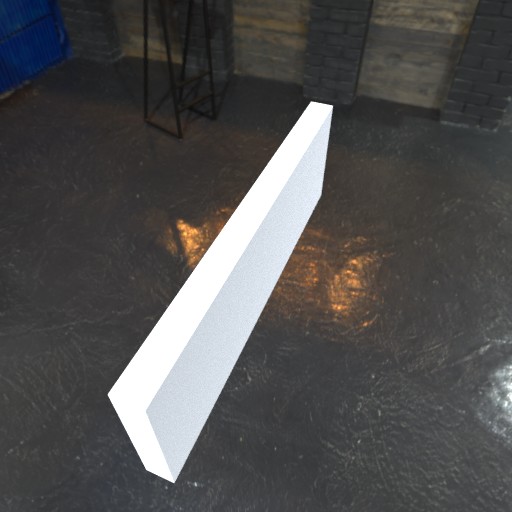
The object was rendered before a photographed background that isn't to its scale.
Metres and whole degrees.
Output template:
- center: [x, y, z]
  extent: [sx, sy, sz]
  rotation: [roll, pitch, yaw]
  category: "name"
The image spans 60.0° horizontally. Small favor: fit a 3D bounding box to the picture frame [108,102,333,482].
- center: [0.000, 0.000, 0.834]
  extent: [0.050, 0.250, 0.759]
  rotation: [17, 48, 16]
  category: "picture frame"
